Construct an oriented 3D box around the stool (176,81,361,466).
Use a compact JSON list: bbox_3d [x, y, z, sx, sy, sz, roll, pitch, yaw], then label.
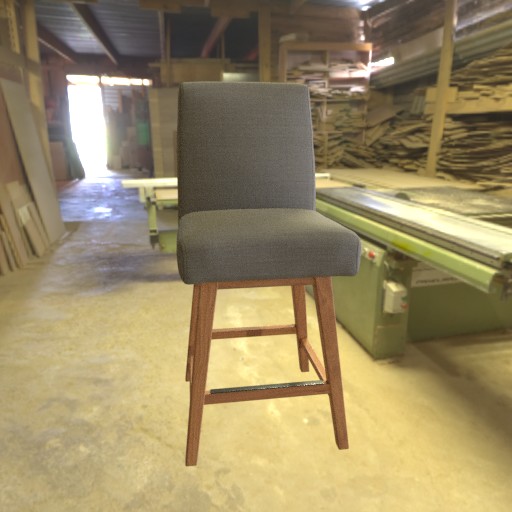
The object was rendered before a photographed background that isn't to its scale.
[{"bbox_3d":[0.000,0.000,1.320,0.459,1.019,0.570,-2,16,-8],"label":"stool"}]
